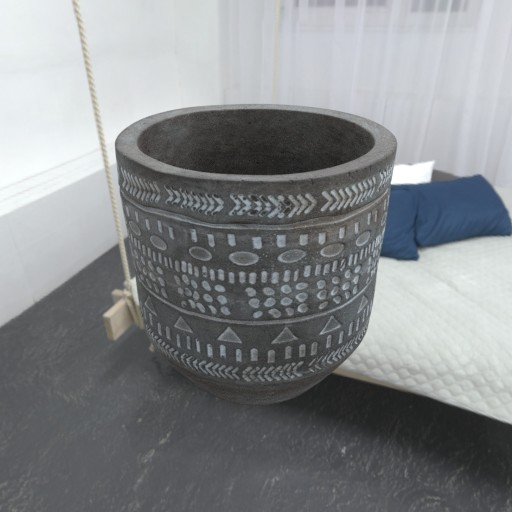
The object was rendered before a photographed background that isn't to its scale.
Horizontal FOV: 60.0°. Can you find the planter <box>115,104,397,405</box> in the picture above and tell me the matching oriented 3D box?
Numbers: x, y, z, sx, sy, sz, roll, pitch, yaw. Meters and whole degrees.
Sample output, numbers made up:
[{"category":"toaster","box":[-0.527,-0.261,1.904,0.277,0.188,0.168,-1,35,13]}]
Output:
[{"category":"planter","box":[0.000,0.000,0.266,0.142,0.149,0.142,0,31,0]}]
